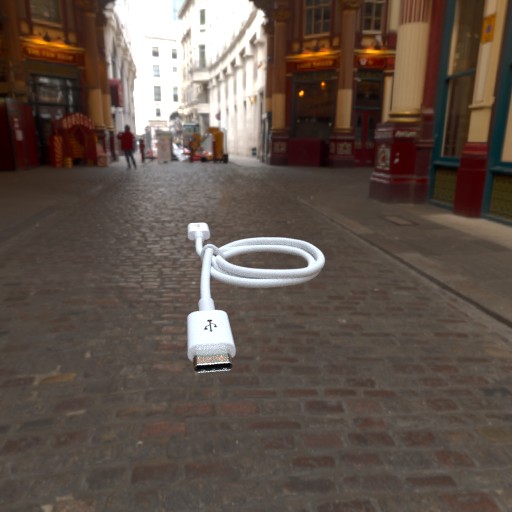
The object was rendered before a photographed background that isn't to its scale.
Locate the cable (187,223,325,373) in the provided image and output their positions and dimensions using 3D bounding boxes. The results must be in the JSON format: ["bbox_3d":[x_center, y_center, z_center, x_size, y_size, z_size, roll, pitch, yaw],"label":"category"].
[{"bbox_3d":[0.000,0.000,0.223,0.070,0.014,0.203,-2,16,-9],"label":"cable"}]
